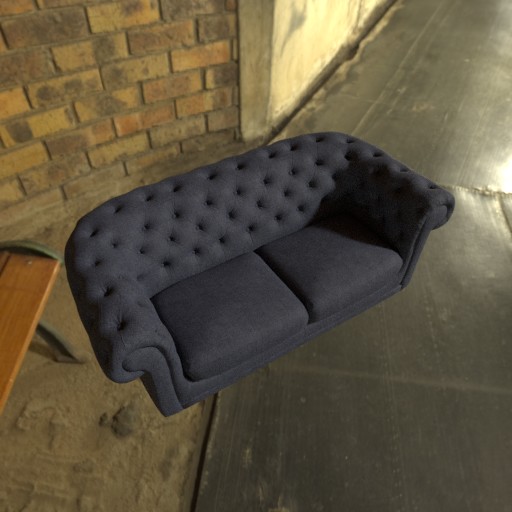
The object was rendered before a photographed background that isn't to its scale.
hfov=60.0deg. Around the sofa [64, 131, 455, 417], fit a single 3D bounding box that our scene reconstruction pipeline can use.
[{"bbox_3d":[0.000,0.000,2.578,1.988,0.833,1.082,-24,50,-22],"label":"sofa"}]
